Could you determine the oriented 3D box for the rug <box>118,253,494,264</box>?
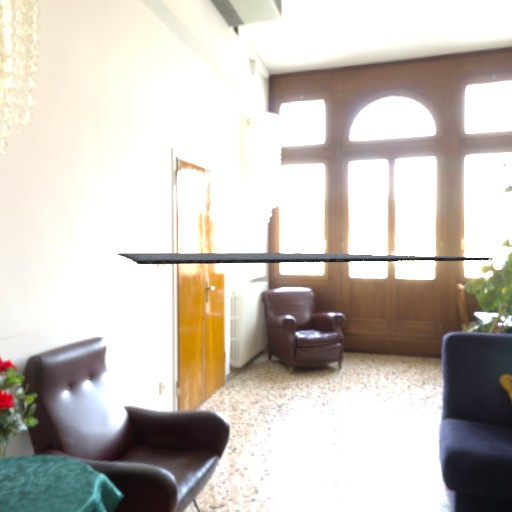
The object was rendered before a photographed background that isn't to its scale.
[{"bbox_3d":[0.000,0.000,4.154,2.385,0.024,3.245,0,1,-19],"label":"rug"}]
